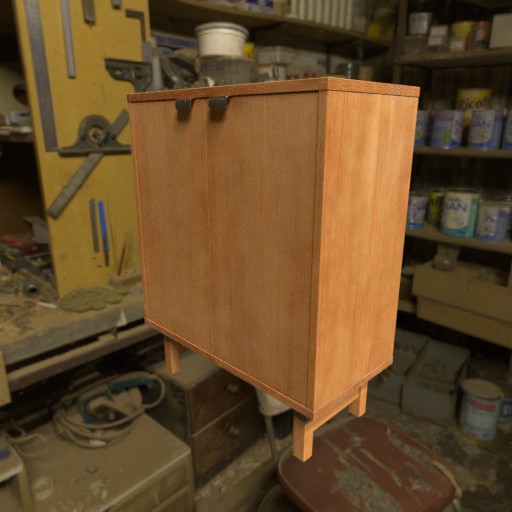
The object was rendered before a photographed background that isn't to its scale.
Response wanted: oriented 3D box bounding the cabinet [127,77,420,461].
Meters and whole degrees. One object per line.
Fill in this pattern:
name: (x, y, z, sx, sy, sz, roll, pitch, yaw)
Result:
cabinet: (0.000, 0.000, 1.431, 0.419, 1.001, 0.800, -16, 23, -42)
